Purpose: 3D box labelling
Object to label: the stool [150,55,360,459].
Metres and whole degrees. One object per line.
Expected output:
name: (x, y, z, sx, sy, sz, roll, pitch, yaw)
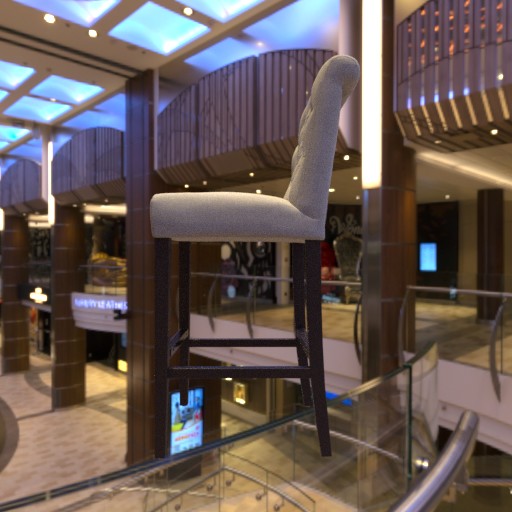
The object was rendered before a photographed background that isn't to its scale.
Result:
stool: (0.000, 0.000, 1.466, 0.601, 1.140, 0.493, 0, 1, 0)
